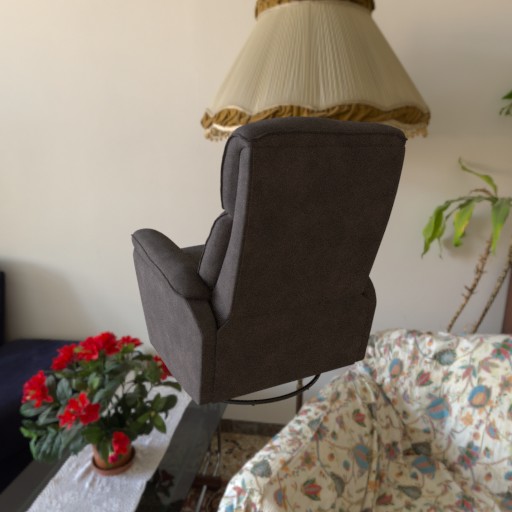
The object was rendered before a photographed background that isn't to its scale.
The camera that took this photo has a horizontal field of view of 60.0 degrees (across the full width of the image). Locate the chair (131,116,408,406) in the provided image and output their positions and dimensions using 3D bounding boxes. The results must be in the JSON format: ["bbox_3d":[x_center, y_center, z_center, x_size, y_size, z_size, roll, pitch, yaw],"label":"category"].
[{"bbox_3d":[0.000,0.000,1.782,0.830,1.035,1.009,-7,17,-26],"label":"chair"}]
